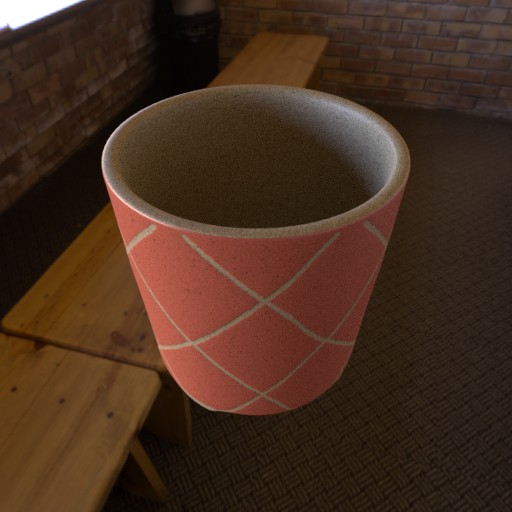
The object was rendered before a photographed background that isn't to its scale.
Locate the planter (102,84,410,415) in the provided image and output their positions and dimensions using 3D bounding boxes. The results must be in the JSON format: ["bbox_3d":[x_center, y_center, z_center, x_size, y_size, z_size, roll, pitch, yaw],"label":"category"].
[{"bbox_3d":[0.000,0.000,0.414,0.227,0.235,0.227,0,42,0],"label":"planter"}]
